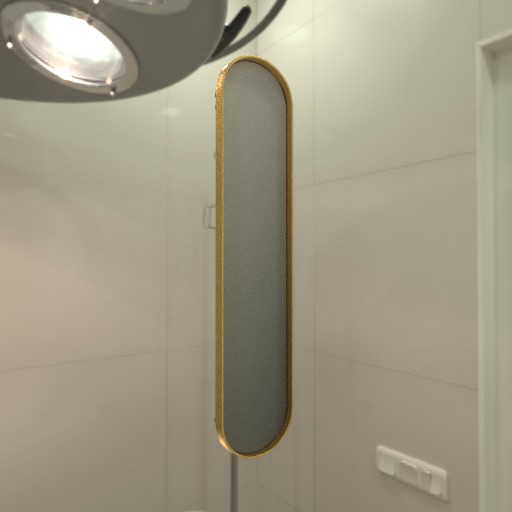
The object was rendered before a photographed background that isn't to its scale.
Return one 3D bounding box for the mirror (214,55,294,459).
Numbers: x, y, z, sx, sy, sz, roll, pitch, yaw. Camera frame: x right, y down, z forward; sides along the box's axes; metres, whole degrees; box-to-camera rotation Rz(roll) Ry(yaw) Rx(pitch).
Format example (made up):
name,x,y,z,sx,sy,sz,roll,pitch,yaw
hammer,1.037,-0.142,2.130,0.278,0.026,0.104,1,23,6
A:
name,x,y,z,sx,sy,sz,roll,pitch,yaw
mirror,0.000,0.000,1.108,0.222,0.991,0.032,1,-1,-37
